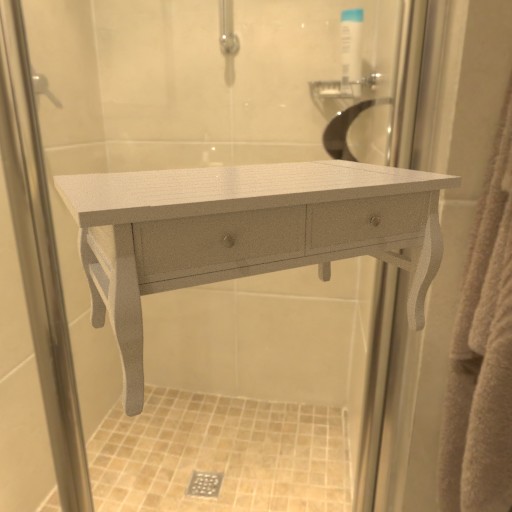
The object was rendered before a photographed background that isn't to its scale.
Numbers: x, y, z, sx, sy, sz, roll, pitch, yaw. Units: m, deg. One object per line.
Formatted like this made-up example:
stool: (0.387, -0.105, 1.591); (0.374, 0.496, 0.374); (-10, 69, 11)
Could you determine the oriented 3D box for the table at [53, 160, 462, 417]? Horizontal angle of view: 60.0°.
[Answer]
table: (0.000, 0.000, 1.389); (1.062, 0.495, 0.600); (-9, 20, -26)
